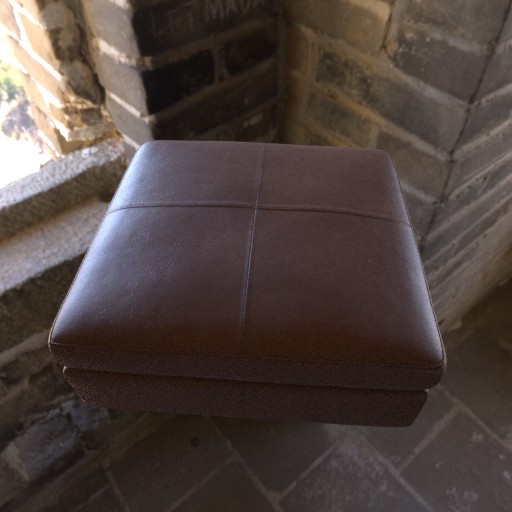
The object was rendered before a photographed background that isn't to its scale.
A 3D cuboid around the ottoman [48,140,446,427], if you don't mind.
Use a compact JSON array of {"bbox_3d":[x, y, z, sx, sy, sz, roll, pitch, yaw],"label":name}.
[{"bbox_3d":[0.000,0.000,1.745,1.168,0.490,1.168,3,45,3],"label":"ottoman"}]
